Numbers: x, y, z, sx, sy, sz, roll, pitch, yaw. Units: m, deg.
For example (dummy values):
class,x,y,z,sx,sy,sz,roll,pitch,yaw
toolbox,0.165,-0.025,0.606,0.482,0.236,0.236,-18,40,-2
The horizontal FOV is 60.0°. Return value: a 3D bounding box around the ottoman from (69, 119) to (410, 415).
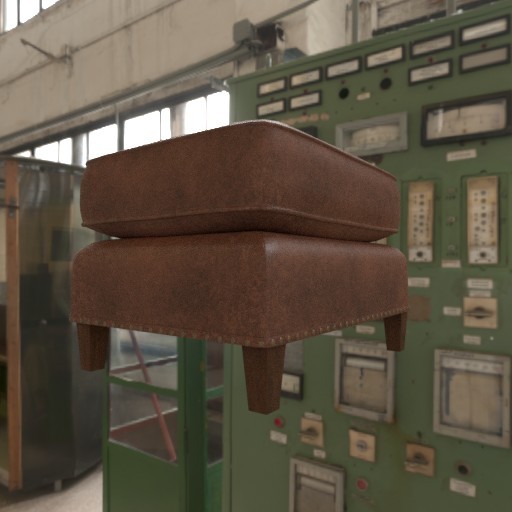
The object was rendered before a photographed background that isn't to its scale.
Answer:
class,x,y,z,sx,sy,sz,roll,pitch,yaw
ottoman,0.000,0.000,1.169,0.589,0.537,0.738,-1,-1,36
